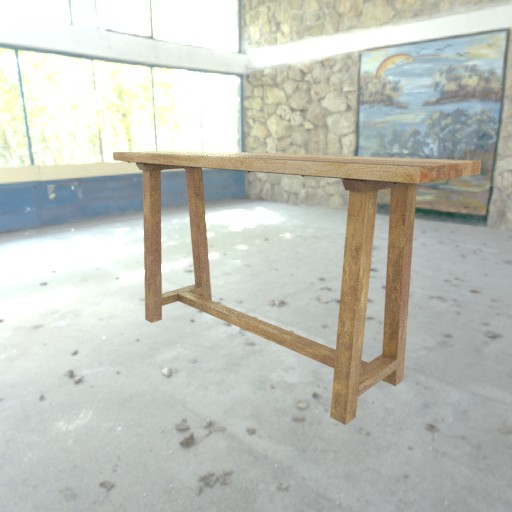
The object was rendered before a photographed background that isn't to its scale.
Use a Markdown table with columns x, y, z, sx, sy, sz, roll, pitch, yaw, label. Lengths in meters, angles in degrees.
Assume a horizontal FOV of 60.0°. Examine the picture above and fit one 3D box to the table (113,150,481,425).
| x | y | z | sx | sy | sz | roll | pitch | yaw | label |
| --- | --- | --- | --- | --- | --- | --- | --- | --- | --- |
| 0.000 | 0.000 | 1.828 | 0.405 | 0.810 | 1.524 | -15 | 21 | -43 | table |
